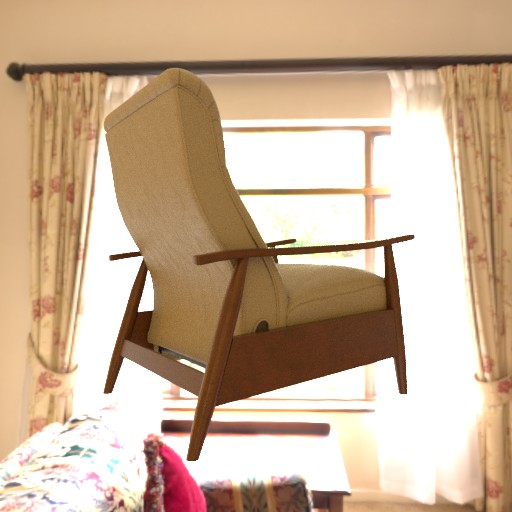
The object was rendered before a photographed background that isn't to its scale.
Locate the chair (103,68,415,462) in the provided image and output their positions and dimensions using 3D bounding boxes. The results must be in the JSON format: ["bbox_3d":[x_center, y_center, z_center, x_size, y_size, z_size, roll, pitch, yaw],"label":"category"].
[{"bbox_3d":[0.000,0.000,1.749,1.014,1.082,0.762,0,1,-36],"label":"chair"}]
